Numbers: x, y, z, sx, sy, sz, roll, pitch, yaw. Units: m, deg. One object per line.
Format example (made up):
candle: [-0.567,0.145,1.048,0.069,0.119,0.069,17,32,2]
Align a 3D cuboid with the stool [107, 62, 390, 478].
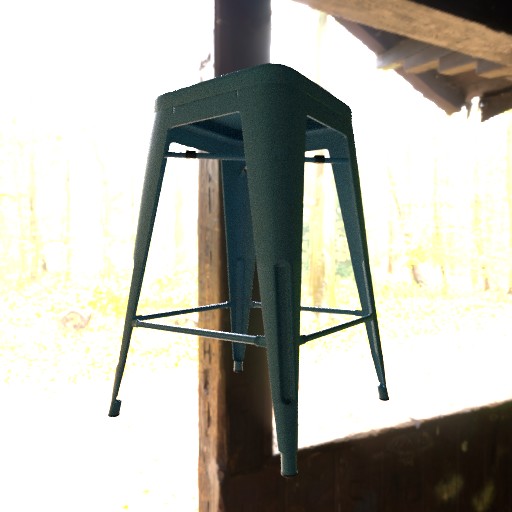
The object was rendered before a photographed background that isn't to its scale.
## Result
stool: [0.000,0.000,0.885,0.410,0.608,0.410,0,1,35]
